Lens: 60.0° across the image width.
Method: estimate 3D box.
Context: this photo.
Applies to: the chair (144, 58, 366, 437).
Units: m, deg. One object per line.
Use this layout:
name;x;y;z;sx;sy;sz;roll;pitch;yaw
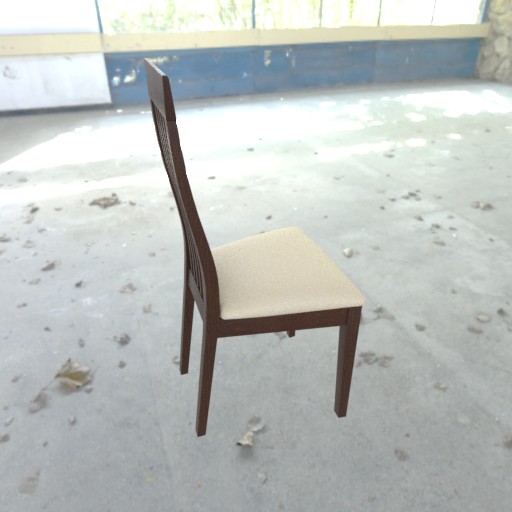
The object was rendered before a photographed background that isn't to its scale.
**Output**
chair;0.000;0.000;1.268;0.474;1.027;0.460;-10;32;-16
